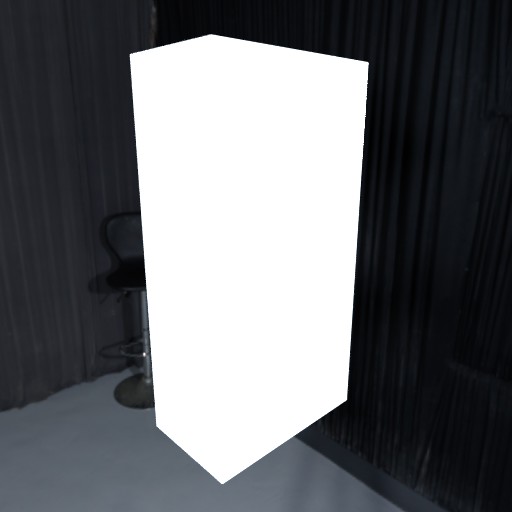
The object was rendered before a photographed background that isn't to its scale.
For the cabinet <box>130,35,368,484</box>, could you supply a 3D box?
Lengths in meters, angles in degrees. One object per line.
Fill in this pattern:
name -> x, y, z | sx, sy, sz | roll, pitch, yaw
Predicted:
cabinet -> 0.000, 0.000, 2.337 | 0.980, 1.920, 0.580 | -15, 21, -41
